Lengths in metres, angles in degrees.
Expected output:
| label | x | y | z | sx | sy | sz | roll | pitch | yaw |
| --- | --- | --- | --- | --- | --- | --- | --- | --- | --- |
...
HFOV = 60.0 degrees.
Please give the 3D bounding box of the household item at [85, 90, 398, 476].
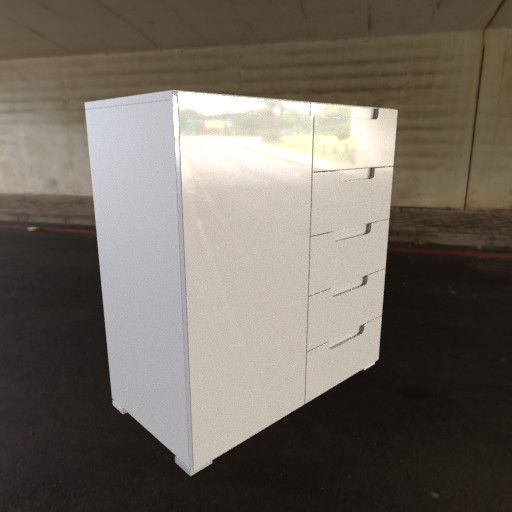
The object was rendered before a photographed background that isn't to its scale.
| label | x | y | z | sx | sy | sz | roll | pitch | yaw |
| --- | --- | --- | --- | --- | --- | --- | --- | --- | --- |
| household item | 0.000 | 0.000 | 1.353 | 0.800 | 0.870 | 0.420 | -13 | 20 | -42 |
